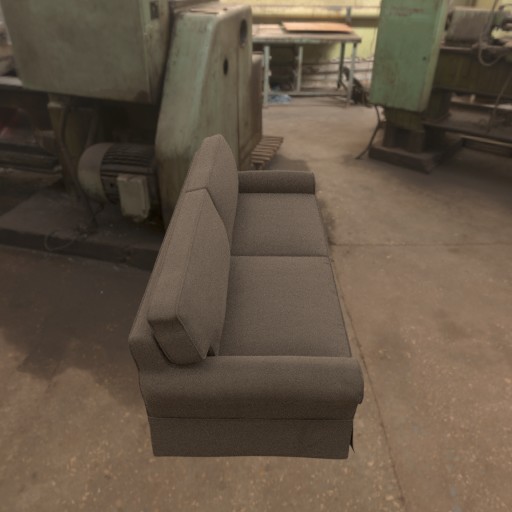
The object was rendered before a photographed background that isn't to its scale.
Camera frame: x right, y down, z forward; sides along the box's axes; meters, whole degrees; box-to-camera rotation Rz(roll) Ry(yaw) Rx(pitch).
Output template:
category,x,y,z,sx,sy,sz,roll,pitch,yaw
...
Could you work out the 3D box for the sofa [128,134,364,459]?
category,x,y,z,sx,sy,sz,roll,pitch,yaw
sofa,0.000,0.000,2.777,0.991,0.943,2.248,0,33,1
